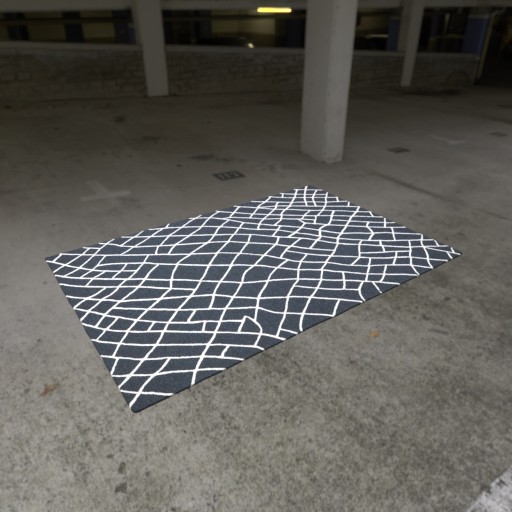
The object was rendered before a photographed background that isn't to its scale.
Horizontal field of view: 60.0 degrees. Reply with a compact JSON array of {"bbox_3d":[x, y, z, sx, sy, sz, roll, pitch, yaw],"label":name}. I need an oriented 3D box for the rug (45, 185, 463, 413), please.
[{"bbox_3d":[0.000,0.000,2.322,1.830,0.013,1.223,-19,35,-30],"label":"rug"}]
